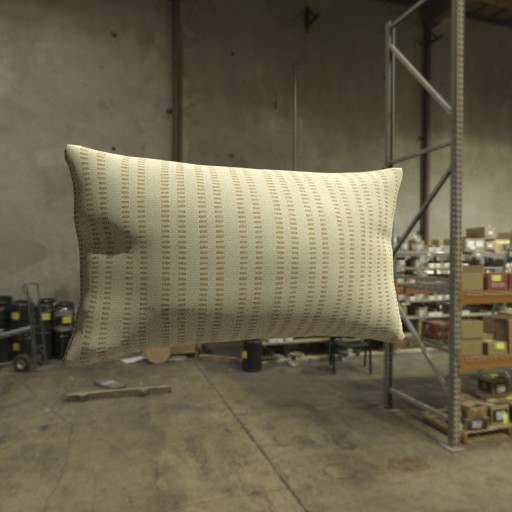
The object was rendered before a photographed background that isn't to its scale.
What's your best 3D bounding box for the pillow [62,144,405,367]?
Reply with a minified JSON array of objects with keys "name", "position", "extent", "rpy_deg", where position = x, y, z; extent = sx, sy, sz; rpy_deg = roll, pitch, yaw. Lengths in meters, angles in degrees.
[{"name":"pillow","position":[0.000,0.000,0.792],"extent":[0.640,0.353,0.210],"rpy_deg":[0,0,-19]}]
